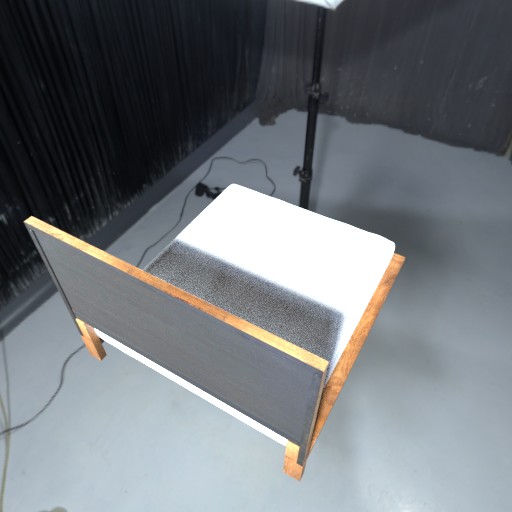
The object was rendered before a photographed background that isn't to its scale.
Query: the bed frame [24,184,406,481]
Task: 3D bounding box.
[{"bbox_3d":[0.000,0.000,3.615,2.038,1.537,2.235,23,50,21],"label":"bed frame"}]
